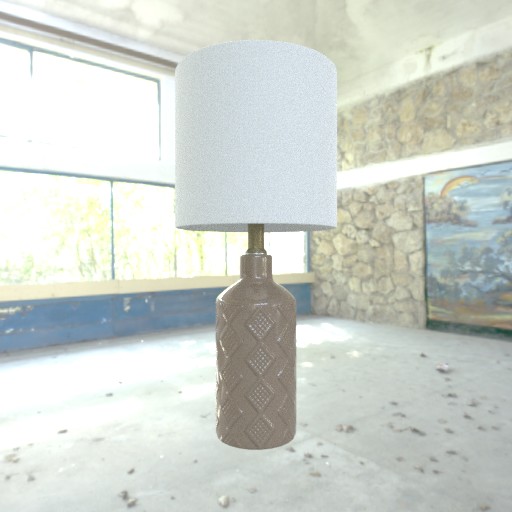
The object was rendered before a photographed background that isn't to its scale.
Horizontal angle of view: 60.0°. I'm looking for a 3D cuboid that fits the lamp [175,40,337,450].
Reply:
[{"bbox_3d":[0.000,0.000,0.575,0.207,0.461,0.207,0,0,-36],"label":"lamp"}]
